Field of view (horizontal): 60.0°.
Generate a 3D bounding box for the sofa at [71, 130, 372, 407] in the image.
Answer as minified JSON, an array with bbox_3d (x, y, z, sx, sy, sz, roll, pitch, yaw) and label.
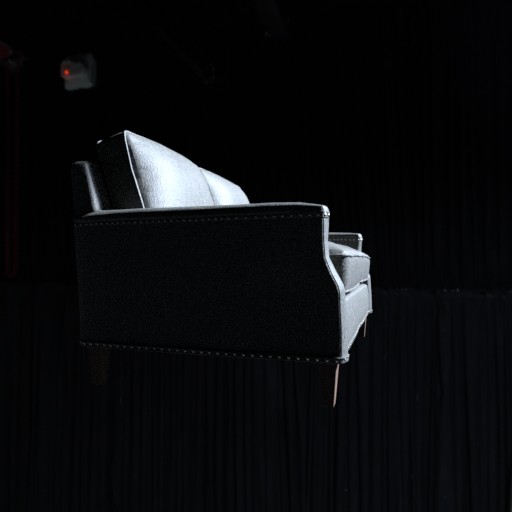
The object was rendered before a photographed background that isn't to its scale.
[{"bbox_3d":[0.000,0.000,2.280,1.084,1.003,1.597,0,-1,17],"label":"sofa"}]
